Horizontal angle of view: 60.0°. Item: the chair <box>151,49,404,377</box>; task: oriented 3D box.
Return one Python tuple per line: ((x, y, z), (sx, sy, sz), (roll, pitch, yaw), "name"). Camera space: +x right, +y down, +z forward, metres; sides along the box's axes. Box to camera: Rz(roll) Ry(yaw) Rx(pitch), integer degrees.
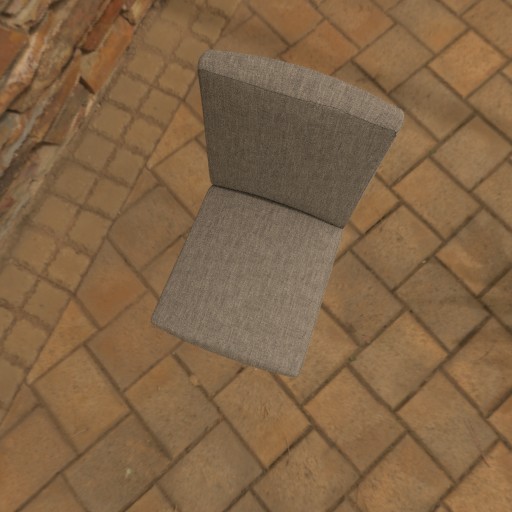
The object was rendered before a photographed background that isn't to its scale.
((0.000, 0.000, 1.253), (0.451, 0.917, 0.580), (19, 76, 5), "chair")
